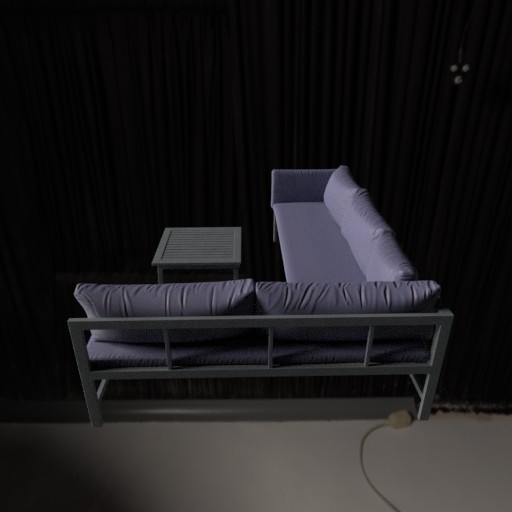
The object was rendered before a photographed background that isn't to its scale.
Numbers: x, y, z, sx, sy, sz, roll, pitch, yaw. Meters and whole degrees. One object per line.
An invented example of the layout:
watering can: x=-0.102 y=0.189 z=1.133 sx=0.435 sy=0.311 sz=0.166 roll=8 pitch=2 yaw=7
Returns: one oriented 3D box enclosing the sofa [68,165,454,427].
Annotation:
sofa: x=0.000 y=0.000 z=2.964 sx=1.658 sy=0.762 sz=2.149 roll=-1 pitch=27 yaw=-1
